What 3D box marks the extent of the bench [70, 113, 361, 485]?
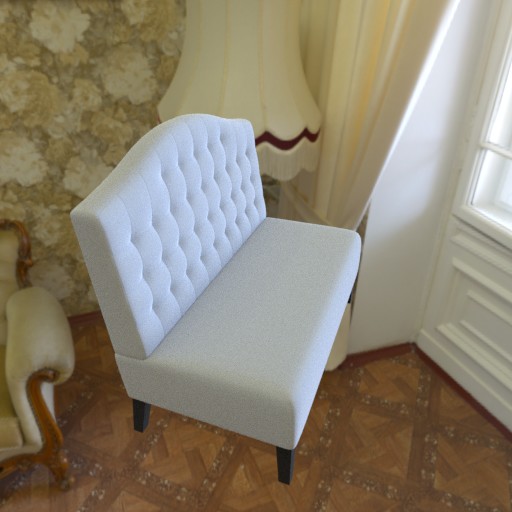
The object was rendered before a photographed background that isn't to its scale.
[{"bbox_3d":[0.000,0.000,2.050,0.815,1.180,1.335,11,32,18],"label":"bench"}]
